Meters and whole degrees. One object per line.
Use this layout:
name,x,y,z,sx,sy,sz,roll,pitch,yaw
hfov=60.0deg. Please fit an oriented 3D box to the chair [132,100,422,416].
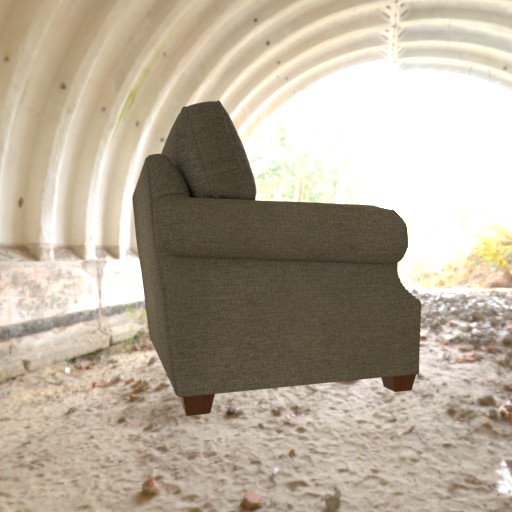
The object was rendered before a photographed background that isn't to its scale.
chair,0.000,0.000,1.863,0.965,0.961,1.092,0,0,-18
